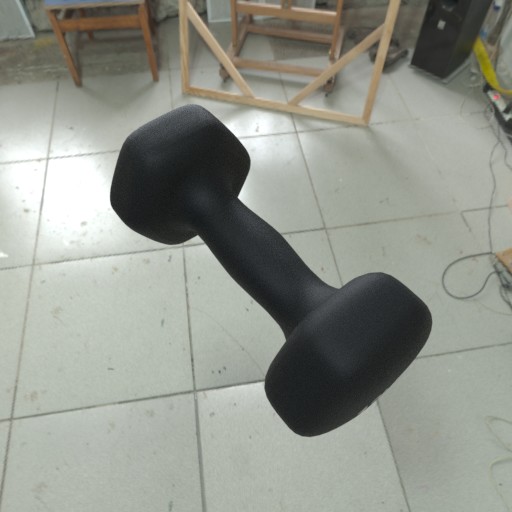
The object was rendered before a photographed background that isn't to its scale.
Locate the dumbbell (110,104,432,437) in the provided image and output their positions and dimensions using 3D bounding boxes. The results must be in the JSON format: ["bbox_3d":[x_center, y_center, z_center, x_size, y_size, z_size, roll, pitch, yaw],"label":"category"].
[{"bbox_3d":[0.000,0.000,0.297,0.112,0.101,0.231,-34,63,-20],"label":"dumbbell"}]
